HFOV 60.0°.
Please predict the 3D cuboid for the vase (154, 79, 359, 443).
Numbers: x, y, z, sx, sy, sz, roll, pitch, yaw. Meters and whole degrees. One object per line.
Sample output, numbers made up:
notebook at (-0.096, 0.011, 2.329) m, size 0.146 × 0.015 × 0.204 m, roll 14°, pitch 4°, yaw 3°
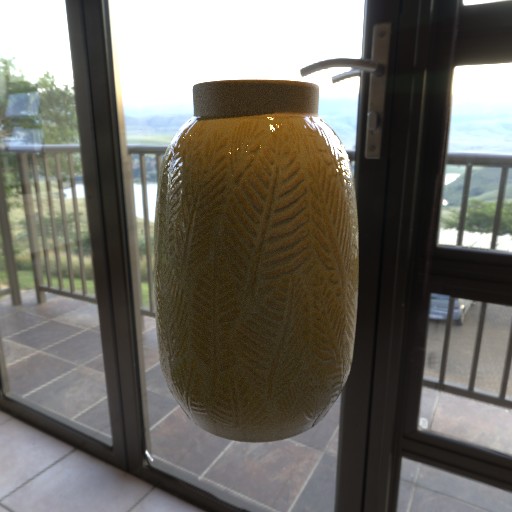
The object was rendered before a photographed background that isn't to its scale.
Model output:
vase at (0.000, 0.000, 0.375) m, size 0.172 × 0.270 × 0.172 m, roll 0°, pitch 16°, yaw 0°
